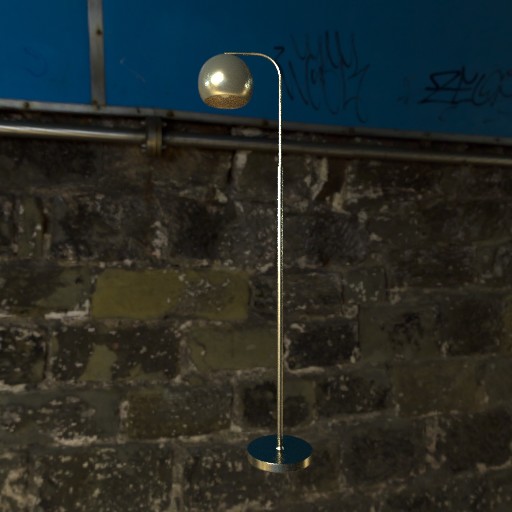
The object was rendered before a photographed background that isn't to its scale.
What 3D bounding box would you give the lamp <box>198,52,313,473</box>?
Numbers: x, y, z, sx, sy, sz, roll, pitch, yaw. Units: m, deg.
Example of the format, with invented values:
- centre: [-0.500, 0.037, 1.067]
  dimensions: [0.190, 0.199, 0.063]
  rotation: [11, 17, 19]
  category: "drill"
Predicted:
- centre: [0.000, 0.000, 1.668]
  dimensions: [0.431, 1.526, 0.250]
  rotation: [0, 1, 0]
  category: "lamp"
